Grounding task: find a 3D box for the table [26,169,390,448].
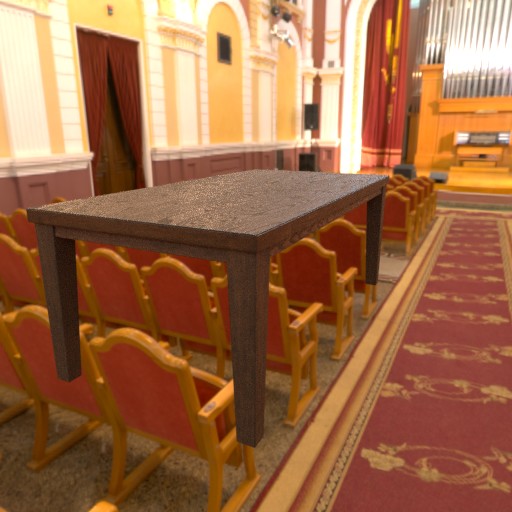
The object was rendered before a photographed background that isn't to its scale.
[{"bbox_3d":[0.000,0.000,2.466,1.016,0.762,1.981,8,18,26],"label":"table"}]
